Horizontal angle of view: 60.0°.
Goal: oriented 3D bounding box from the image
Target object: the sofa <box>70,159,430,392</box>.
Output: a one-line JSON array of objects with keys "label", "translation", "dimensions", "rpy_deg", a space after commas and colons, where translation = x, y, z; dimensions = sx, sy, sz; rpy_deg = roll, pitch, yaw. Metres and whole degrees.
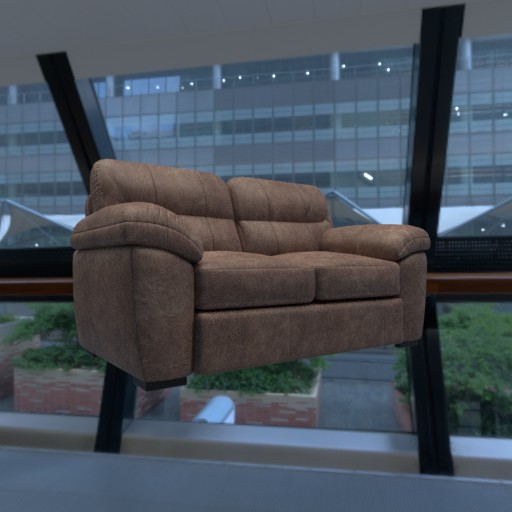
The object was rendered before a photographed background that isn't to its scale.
[{"label": "sofa", "translation": [0.000, 0.000, 2.381], "dimensions": [1.753, 0.991, 0.991], "rpy_deg": [1, -1, -35]}]
